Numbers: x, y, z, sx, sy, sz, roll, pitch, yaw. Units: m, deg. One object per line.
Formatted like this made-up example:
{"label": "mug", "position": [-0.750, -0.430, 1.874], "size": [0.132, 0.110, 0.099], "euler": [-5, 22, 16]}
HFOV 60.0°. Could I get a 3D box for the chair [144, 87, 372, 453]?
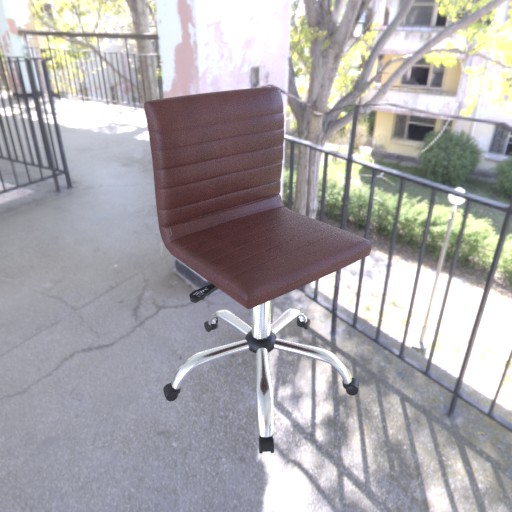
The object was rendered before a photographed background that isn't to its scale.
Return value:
{"label": "chair", "position": [0.000, 0.000, 1.159], "size": [0.556, 0.780, 0.530], "euler": [-20, 34, -33]}
